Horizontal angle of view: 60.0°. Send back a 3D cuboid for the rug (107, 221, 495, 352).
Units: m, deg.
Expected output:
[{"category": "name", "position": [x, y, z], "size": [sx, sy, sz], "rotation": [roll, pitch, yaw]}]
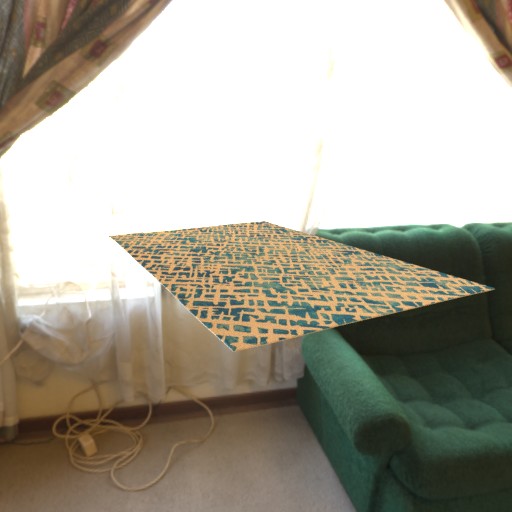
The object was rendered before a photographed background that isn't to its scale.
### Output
[{"category": "rug", "position": [0.000, 0.000, 3.013], "size": [1.520, 0.011, 2.447], "rotation": [-7, 16, -28]}]
